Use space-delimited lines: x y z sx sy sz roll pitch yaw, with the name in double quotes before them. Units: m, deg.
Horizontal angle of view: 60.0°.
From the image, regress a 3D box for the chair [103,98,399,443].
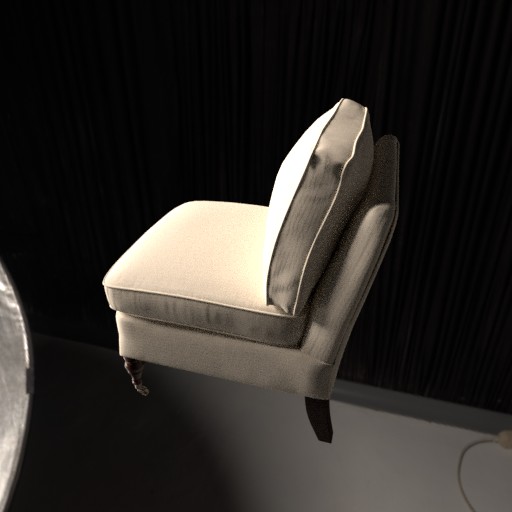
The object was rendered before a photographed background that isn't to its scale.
"chair" 0.000 0.000 1.417 0.781 0.887 0.630 8 31 14
